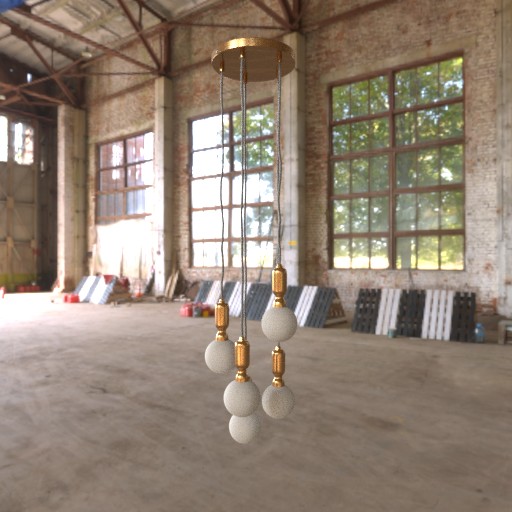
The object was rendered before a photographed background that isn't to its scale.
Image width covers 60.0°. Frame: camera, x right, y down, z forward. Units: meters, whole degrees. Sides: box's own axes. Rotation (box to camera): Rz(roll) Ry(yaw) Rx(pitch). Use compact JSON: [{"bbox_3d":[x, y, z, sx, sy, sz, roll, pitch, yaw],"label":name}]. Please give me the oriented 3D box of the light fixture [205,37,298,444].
[{"bbox_3d":[0.000,0.000,0.511,0.105,0.457,0.108,0,0,-35],"label":"light fixture"}]
